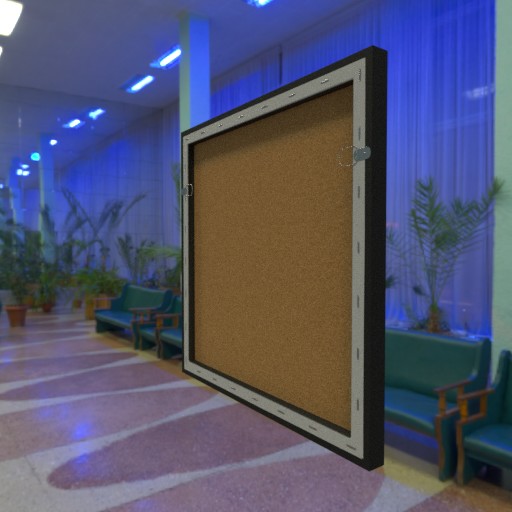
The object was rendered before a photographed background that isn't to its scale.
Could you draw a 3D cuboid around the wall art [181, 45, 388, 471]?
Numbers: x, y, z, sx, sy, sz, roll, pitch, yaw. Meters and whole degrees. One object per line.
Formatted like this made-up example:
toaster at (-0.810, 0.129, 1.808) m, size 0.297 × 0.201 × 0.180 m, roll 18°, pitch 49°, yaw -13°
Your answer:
wall art at (0.000, 0.000, 1.106) m, size 0.044 × 0.758 × 0.758 m, roll -1°, pitch 2°, yaw -35°
